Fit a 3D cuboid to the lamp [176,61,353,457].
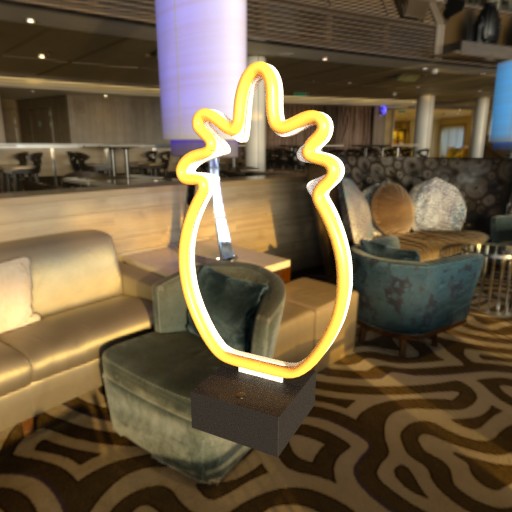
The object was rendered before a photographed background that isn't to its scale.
[{"bbox_3d":[0.000,0.000,0.389,0.167,0.317,0.088,7,16,27],"label":"lamp"}]
